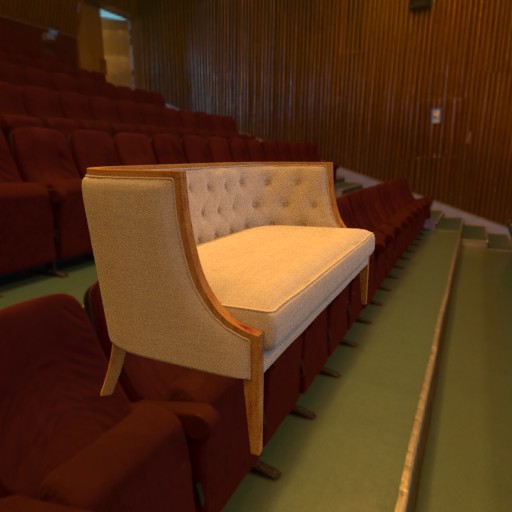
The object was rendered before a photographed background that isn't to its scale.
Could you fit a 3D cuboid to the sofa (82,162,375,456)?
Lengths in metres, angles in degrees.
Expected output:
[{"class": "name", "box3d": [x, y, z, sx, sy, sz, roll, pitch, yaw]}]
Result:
[{"class": "sofa", "box3d": [0.000, 0.000, 1.924, 0.770, 0.775, 1.474, 6, 14, 25]}]
